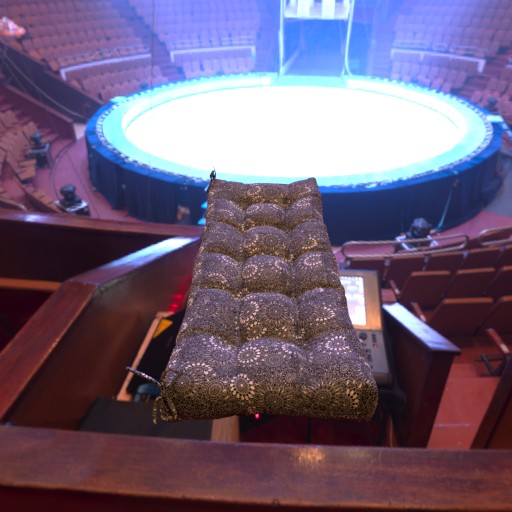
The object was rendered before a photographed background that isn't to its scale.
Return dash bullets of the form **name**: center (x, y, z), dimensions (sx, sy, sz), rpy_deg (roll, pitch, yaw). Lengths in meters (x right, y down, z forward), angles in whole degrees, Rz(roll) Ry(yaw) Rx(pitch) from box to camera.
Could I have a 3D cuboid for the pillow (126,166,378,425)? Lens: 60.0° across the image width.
- **pillow**: center (0.000, 0.000, 1.364), dimensions (0.511, 0.174, 1.194), rpy_deg (0, 32, 0)
